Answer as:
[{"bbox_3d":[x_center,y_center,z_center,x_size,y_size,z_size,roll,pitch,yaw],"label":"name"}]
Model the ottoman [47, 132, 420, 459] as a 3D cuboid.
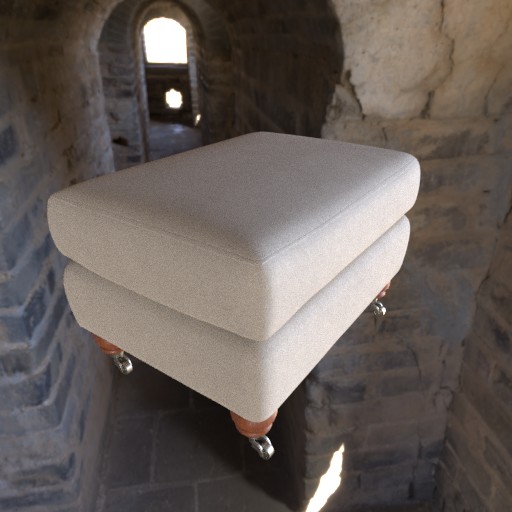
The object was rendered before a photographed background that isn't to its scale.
[{"bbox_3d":[0.000,0.000,1.129,0.569,0.504,0.773,18,32,31],"label":"ottoman"}]
